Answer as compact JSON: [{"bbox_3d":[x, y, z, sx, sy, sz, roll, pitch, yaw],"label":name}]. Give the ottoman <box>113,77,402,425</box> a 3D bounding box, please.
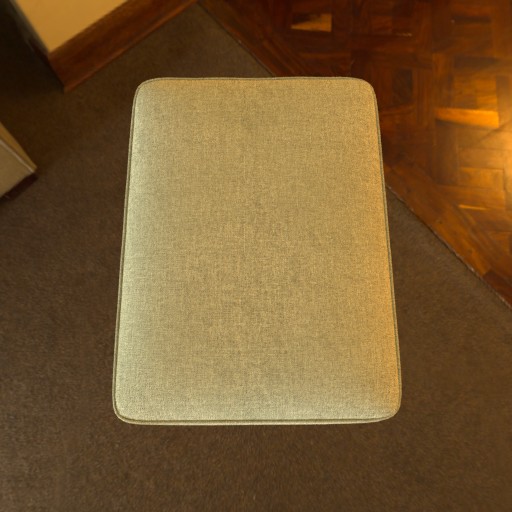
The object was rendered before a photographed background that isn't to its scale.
[{"bbox_3d":[0.000,0.000,1.292,0.661,0.561,0.889,0,75,0],"label":"ottoman"}]
